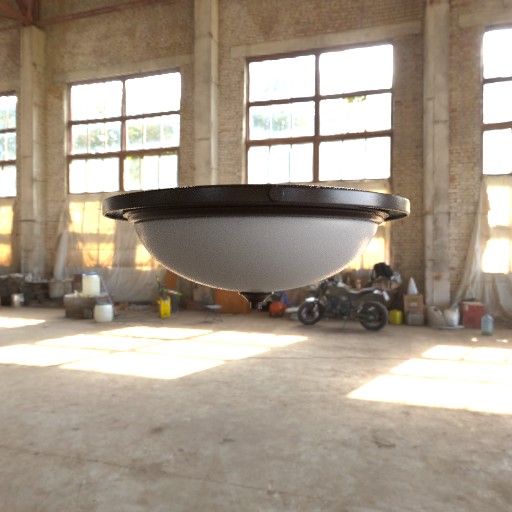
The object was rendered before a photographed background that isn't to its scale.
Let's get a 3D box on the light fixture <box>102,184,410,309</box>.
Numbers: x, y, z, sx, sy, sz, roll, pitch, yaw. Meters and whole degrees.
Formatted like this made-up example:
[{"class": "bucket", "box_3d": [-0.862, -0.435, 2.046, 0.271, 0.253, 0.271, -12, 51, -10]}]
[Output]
[{"class": "light fixture", "box_3d": [0.000, 0.000, 0.550, 0.361, 0.130, 0.361, 0, 1, 0]}]
